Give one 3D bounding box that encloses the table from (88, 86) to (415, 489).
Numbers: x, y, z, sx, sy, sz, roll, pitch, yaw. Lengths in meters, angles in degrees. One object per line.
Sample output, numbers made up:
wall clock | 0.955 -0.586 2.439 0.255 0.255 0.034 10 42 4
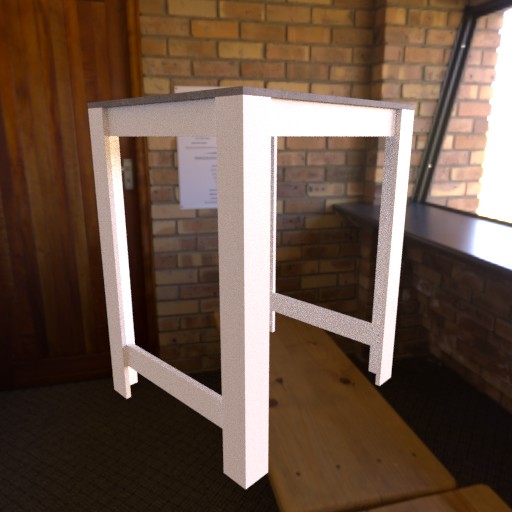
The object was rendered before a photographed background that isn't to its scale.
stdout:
table | 0.000 0.000 1.568 0.700 1.020 0.800 14 21 42
